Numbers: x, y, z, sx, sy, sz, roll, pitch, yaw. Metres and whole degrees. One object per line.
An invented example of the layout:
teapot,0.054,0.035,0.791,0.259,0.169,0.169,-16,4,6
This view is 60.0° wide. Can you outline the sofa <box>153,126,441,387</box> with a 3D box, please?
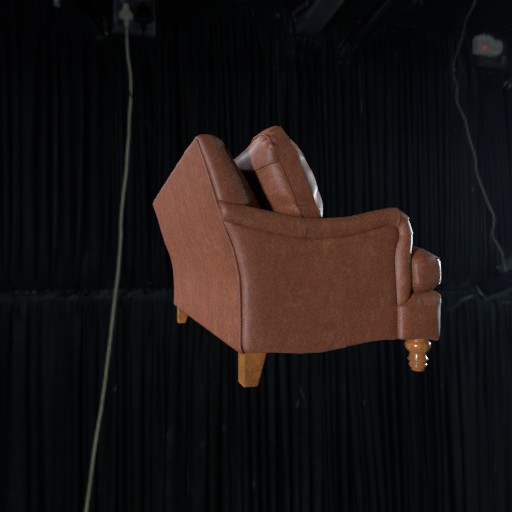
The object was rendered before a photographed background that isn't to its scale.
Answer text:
sofa,0.000,0.000,2.834,1.147,1.071,2.144,0,-1,-18
